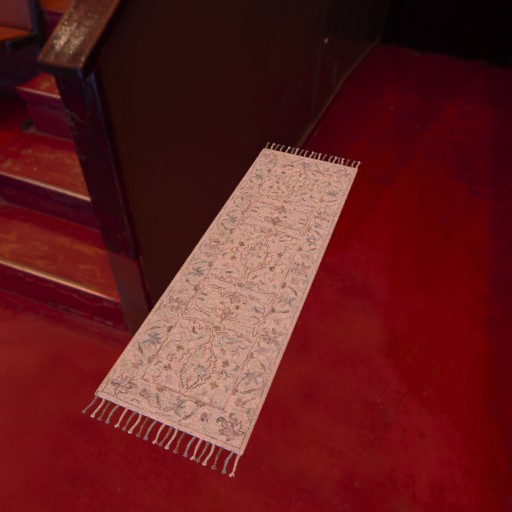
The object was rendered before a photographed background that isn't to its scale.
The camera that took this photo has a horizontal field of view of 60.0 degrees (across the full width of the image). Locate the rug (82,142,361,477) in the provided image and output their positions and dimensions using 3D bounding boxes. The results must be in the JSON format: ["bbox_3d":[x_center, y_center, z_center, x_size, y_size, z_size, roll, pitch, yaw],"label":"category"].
[{"bbox_3d":[0.000,0.000,2.723,0.769,0.013,2.440,16,49,15],"label":"rug"}]
